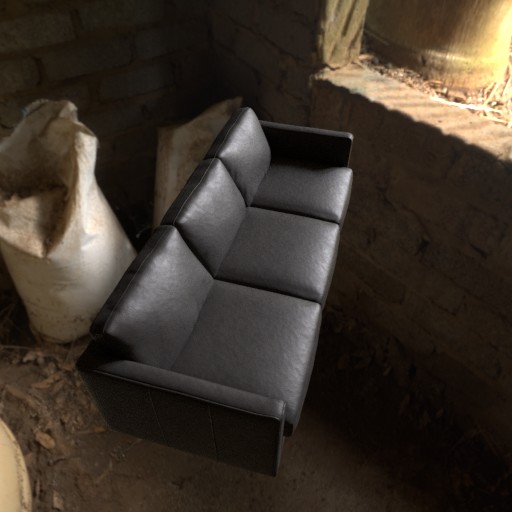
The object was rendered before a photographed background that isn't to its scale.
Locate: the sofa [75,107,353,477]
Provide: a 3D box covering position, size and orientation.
[{"bbox_3d":[0.000,0.000,2.962,1.045,1.006,2.464,11,46,11],"label":"sofa"}]
